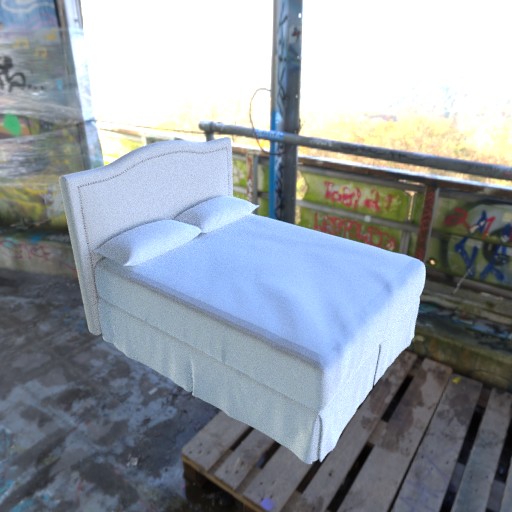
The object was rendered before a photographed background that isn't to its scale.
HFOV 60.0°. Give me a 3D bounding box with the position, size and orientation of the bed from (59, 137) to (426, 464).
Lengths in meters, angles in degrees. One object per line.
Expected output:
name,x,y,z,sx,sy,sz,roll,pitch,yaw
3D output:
bed,0.000,0.000,3.376,2.143,1.460,1.753,19,32,33
